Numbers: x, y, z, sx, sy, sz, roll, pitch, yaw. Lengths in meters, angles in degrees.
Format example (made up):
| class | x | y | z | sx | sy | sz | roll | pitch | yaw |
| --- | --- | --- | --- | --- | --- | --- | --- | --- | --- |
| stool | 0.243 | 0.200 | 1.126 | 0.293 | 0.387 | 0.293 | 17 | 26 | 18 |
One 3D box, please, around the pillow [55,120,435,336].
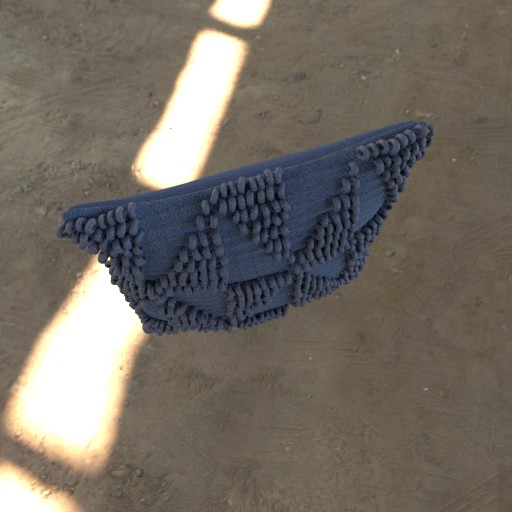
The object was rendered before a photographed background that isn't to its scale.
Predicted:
| class | x | y | z | sx | sy | sz | roll | pitch | yaw |
| --- | --- | --- | --- | --- | --- | --- | --- | --- | --- |
| pillow | 0.000 | 0.000 | 0.717 | 0.469 | 0.466 | 0.172 | -16 | 66 | -7 |
